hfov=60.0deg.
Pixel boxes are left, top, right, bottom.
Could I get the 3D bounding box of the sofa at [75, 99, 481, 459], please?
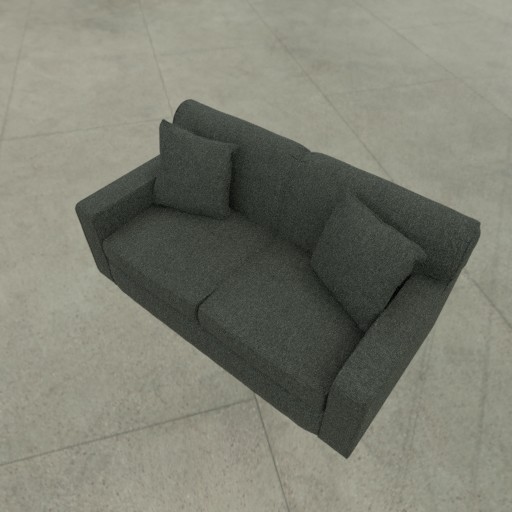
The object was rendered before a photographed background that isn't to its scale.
[{"bbox_3d":[0.000,0.000,2.396,1.846,0.958,0.998,30,53,26],"label":"sofa"}]
